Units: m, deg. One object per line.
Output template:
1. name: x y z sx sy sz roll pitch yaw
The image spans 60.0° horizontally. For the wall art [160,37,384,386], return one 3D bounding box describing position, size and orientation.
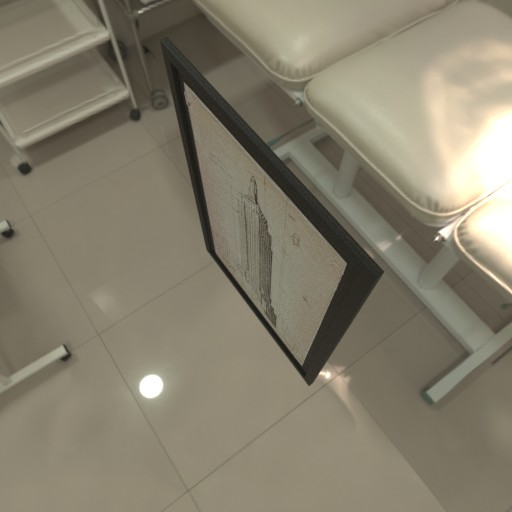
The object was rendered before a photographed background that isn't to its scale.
1. wall art: 0.000 0.000 0.846 0.012 0.661 0.451 -33 68 -15
